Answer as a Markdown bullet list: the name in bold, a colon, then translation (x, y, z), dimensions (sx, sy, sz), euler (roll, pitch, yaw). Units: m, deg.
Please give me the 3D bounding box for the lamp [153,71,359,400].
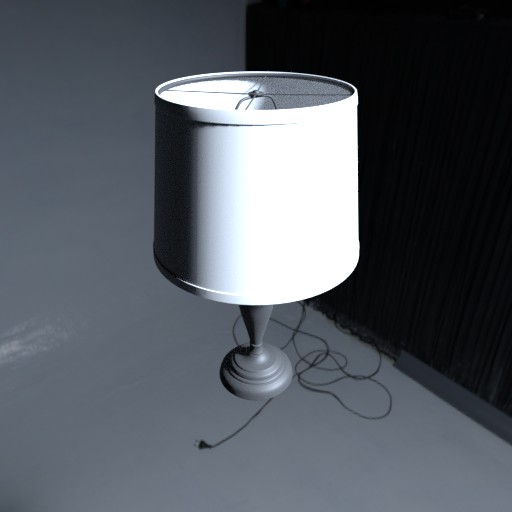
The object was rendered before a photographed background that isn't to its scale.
- **lamp**: translation (0.000, 0.000, 0.693), dimensions (0.310, 0.501, 0.310), euler (0, 31, 0)
